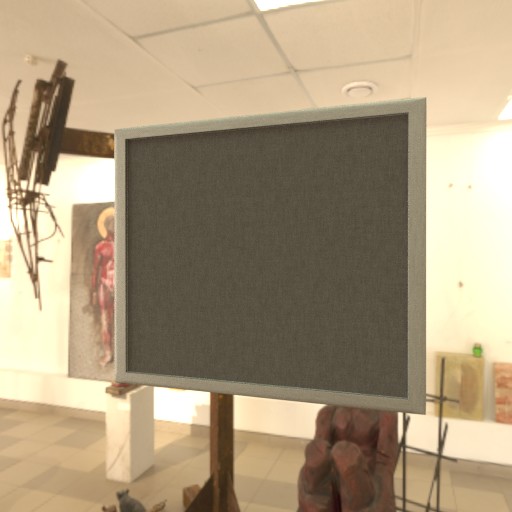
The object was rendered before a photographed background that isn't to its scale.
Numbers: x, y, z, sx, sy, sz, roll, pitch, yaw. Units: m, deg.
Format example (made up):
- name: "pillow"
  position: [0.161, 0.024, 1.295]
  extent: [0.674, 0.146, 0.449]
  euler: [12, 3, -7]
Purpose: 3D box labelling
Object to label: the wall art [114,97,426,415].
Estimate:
- name: "wall art"
  position: [0.000, 0.000, 0.532]
  extent: [0.380, 0.330, 0.028]
  euler: [0, 0, 18]
